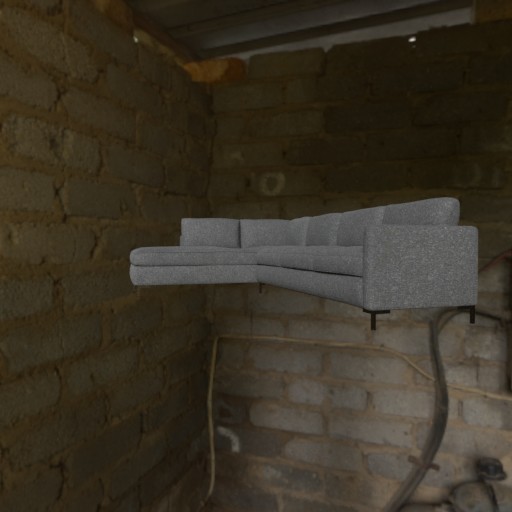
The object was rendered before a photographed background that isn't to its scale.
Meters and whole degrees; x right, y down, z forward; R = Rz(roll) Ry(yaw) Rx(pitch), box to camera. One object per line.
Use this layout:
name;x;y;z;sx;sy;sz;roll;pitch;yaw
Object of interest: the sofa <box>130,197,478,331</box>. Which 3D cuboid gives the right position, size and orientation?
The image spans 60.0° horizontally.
sofa;0.000;0.000;3.848;2.007;0.815;2.949;0;1;-18
